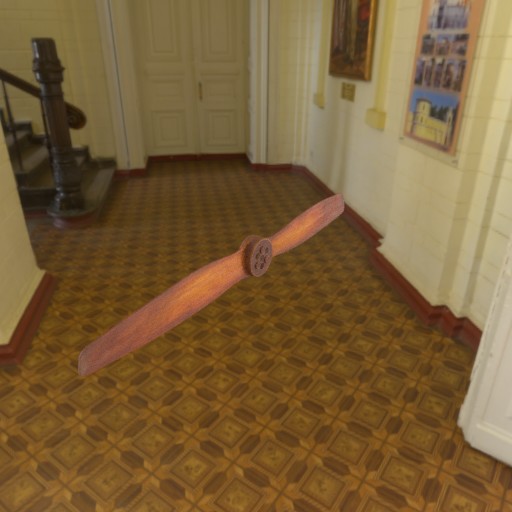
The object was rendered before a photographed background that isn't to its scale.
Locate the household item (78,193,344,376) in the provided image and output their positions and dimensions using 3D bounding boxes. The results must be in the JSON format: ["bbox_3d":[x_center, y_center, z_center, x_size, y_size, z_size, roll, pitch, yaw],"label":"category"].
[{"bbox_3d":[0.000,0.000,1.284,0.051,0.121,1.181,17,31,31],"label":"household item"}]
